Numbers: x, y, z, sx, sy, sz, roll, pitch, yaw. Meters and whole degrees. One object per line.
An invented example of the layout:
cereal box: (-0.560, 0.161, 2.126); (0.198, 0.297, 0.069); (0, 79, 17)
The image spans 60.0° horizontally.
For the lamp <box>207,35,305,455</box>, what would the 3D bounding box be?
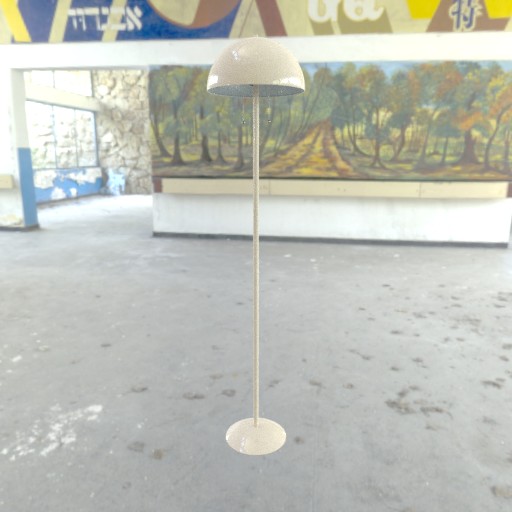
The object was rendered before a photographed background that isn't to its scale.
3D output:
lamp: (0.000, 0.000, 1.615); (0.328, 1.480, 0.328); (2, 13, 9)
